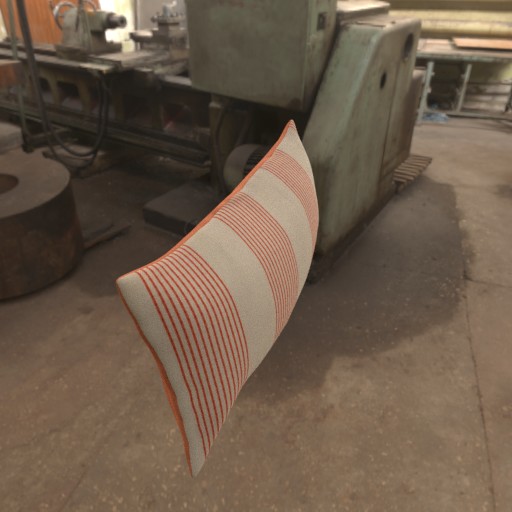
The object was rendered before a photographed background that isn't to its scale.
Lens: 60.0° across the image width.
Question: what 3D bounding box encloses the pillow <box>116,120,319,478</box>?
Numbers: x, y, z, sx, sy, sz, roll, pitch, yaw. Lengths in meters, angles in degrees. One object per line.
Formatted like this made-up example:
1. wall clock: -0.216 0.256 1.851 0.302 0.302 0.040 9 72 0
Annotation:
1. pillow: 0.000 0.000 0.726 0.156 0.292 0.608 11 34 17
